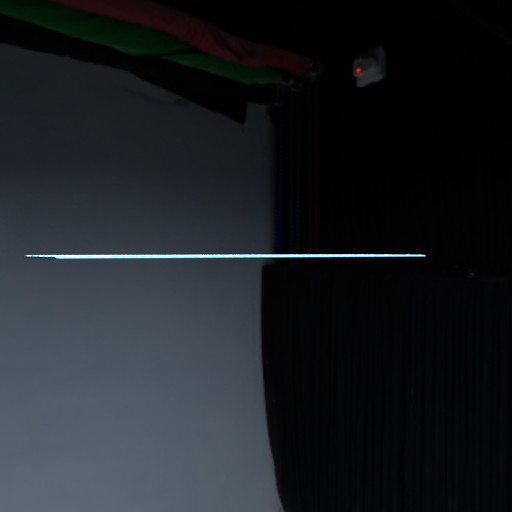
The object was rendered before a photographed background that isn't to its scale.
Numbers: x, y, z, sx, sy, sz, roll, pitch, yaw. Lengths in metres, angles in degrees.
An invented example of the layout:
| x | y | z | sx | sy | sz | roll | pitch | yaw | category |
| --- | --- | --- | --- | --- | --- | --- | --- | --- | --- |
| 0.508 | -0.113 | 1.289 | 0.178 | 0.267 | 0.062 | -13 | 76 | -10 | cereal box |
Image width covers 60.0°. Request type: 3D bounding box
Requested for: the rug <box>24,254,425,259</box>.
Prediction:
| x | y | z | sx | sy | sz | roll | pitch | yaw | category |
| --- | --- | --- | --- | --- | --- | --- | --- | --- | --- |
| 0.000 | 0.000 | 2.442 | 2.196 | 0.011 | 0.662 | 0 | 0 | -36 | rug |
